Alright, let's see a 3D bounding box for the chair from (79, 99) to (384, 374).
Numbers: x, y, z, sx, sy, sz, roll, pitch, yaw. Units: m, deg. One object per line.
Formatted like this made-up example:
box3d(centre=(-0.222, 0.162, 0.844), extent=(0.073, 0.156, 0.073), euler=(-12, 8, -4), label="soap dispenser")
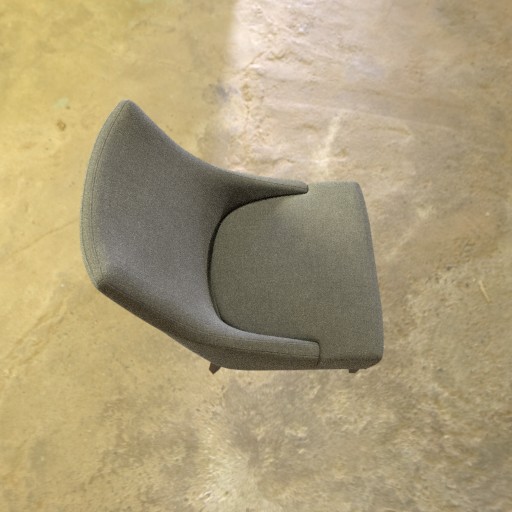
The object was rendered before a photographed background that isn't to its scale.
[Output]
box3d(centre=(0.000, 0.000, 1.494), extent=(0.861, 0.909, 0.701), euler=(-1, 65, 0), label="chair")
